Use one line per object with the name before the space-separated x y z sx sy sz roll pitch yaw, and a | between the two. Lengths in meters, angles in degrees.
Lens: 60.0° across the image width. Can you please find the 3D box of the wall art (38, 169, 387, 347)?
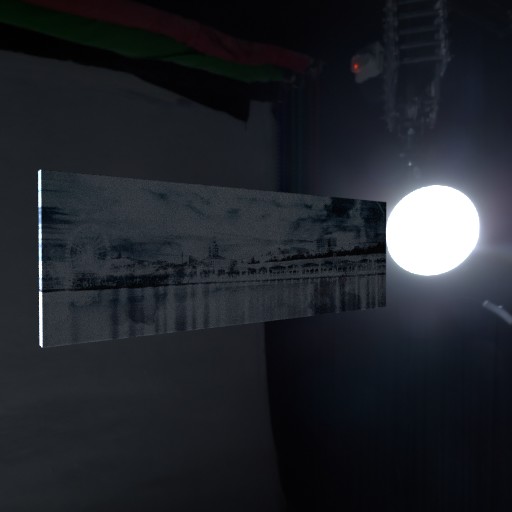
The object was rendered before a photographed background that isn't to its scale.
wall art | 0.000 0.000 1.717 1.524 0.509 0.037 -1 1 -35
